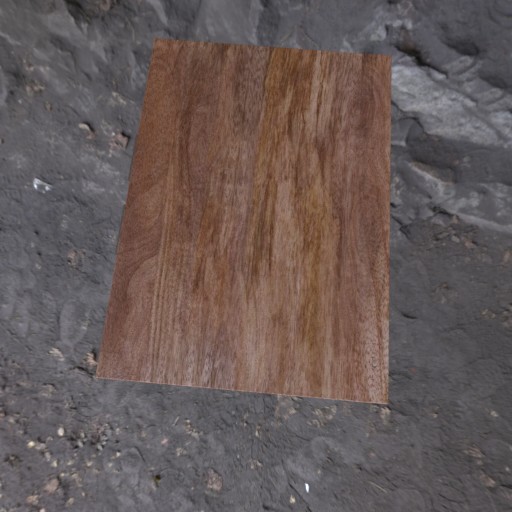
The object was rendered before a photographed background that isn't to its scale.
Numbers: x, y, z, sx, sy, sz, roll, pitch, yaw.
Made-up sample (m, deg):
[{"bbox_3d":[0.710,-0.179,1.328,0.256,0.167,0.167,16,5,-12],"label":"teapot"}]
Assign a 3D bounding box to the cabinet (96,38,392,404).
[{"bbox_3d":[0.000,0.000,1.149,0.473,0.758,0.647,5,75,1],"label":"cabinet"}]
